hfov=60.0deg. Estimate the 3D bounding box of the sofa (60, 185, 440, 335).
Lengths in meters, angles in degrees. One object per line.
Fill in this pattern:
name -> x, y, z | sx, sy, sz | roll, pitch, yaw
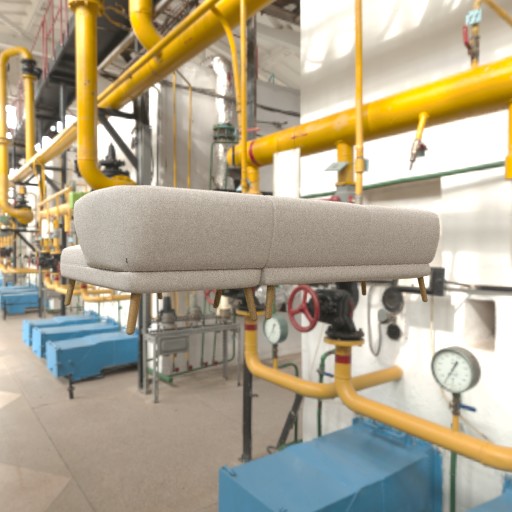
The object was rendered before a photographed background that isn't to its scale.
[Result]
sofa -> 0.000, 0.000, 3.385 | 2.660, 0.730, 1.610 | 0, 1, -35
